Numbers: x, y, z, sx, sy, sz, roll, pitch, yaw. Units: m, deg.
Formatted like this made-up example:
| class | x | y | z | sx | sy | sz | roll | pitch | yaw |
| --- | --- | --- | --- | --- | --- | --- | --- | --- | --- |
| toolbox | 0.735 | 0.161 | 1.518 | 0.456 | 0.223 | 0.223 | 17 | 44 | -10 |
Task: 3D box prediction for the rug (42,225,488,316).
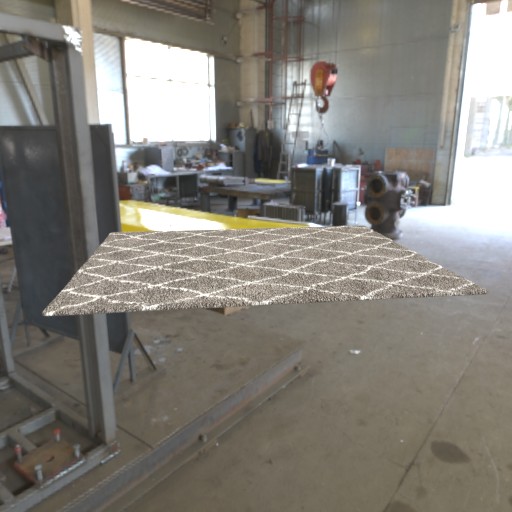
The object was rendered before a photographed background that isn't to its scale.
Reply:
| class | x | y | z | sx | sy | sz | roll | pitch | yaw |
| --- | --- | --- | --- | --- | --- | --- | --- | --- | --- |
| rug | 0.000 | 0.000 | 4.133 | 3.047 | 0.029 | 2.438 | -2 | 15 | -7 |
